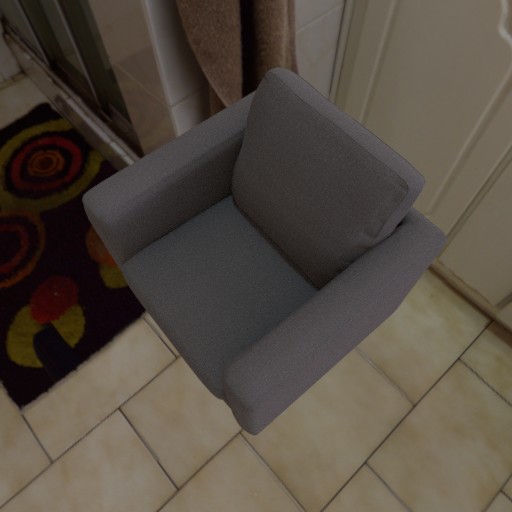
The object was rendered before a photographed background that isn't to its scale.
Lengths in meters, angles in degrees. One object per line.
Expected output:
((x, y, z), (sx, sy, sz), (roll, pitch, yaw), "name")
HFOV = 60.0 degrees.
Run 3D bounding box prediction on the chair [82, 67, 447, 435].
((0.000, 0.000, 1.543), (0.800, 0.927, 0.854), (-36, 68, -18), "chair")
